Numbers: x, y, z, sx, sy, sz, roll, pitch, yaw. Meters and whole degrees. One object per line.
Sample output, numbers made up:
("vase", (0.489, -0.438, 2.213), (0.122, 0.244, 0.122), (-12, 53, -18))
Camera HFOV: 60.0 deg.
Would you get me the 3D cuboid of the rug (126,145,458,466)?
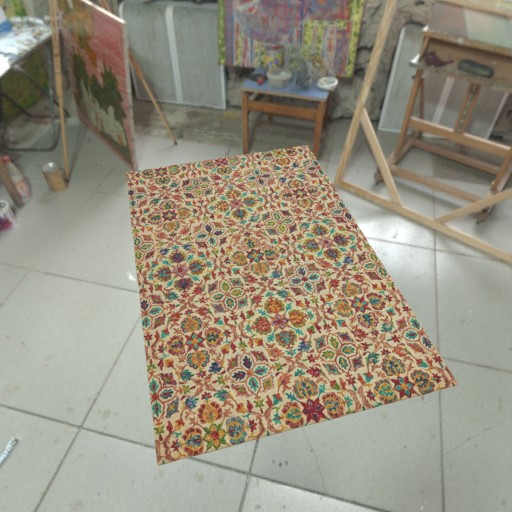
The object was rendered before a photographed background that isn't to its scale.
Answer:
("rug", (0.000, 0.000, 2.316), (1.226, 0.013, 1.838), (-11, 47, -10))
